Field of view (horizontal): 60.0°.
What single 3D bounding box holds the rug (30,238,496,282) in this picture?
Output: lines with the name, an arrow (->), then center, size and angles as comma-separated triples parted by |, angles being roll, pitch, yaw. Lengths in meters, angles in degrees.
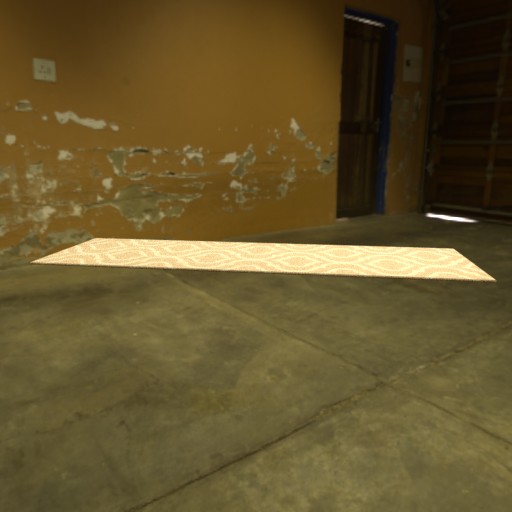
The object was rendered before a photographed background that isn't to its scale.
rug -> 0.000, 0.000, 2.486 | 2.289, 0.013, 0.691 | 2, 13, 8
